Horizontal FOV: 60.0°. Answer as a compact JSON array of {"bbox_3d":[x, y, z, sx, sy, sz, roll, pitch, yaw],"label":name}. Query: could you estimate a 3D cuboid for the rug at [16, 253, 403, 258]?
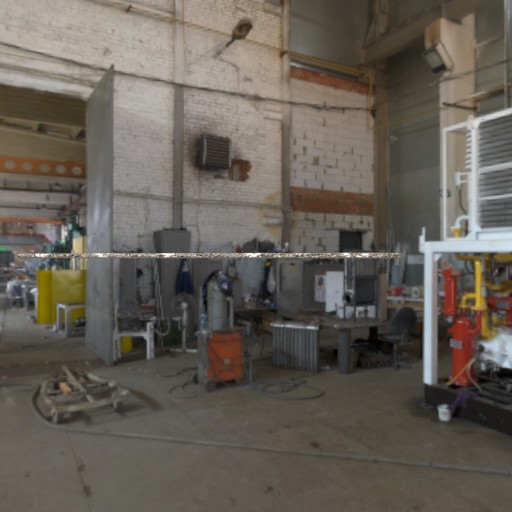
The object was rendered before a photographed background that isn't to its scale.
[{"bbox_3d":[0.000,0.000,4.042,2.438,0.029,3.047,0,0,16],"label":"rug"}]
